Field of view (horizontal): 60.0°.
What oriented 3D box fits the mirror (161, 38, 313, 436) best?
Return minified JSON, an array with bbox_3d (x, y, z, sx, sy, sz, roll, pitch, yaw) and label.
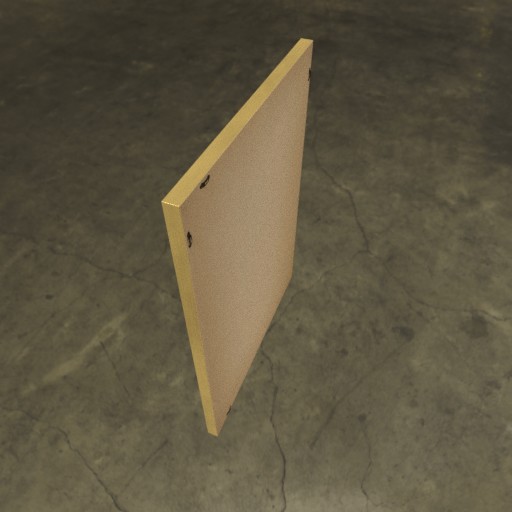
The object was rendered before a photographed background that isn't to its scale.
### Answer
[{"bbox_3d":[0.000,0.000,1.367,0.040,1.016,0.762,17,49,15],"label":"mirror"}]
